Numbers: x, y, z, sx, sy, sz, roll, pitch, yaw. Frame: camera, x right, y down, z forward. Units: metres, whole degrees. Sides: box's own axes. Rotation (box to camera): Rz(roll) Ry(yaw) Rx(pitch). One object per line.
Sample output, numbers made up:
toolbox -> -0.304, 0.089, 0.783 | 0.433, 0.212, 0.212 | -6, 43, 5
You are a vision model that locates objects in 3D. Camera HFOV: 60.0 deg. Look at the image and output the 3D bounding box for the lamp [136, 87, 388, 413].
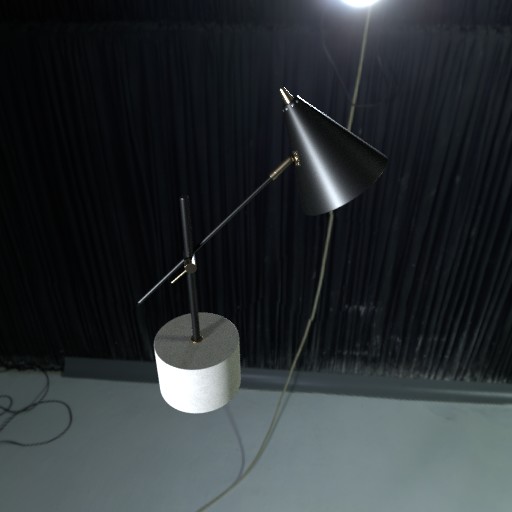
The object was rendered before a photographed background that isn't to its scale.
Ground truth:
lamp -> 0.000, 0.000, 0.739 | 0.403, 0.518, 0.214 | 0, 31, -1
